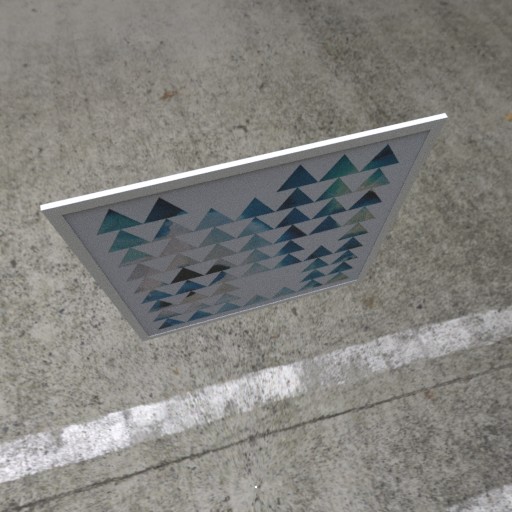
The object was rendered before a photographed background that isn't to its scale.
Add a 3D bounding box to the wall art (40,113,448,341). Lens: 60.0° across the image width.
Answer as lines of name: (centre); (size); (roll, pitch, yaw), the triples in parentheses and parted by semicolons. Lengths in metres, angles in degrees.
wall art: (0.000, 0.000, 0.682); (0.456, 0.456, 0.007); (-14, 63, -7)
